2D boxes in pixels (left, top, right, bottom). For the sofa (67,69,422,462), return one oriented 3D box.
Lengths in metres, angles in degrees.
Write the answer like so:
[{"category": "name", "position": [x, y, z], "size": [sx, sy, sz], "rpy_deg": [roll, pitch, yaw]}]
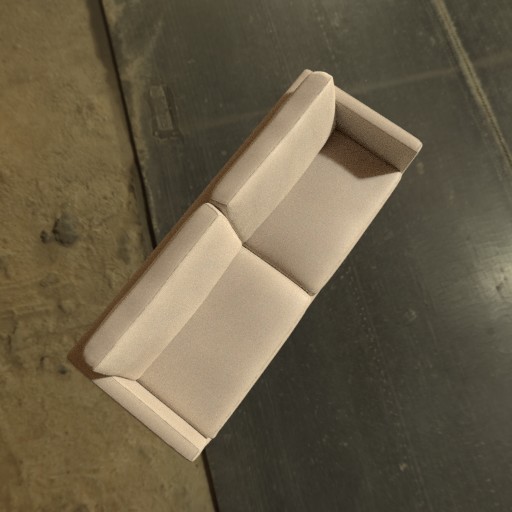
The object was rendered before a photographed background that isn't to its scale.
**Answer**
[{"category": "sofa", "position": [0.000, 0.000, 2.894], "size": [0.951, 0.968, 2.361], "rpy_deg": [36, 79, 8]}]
